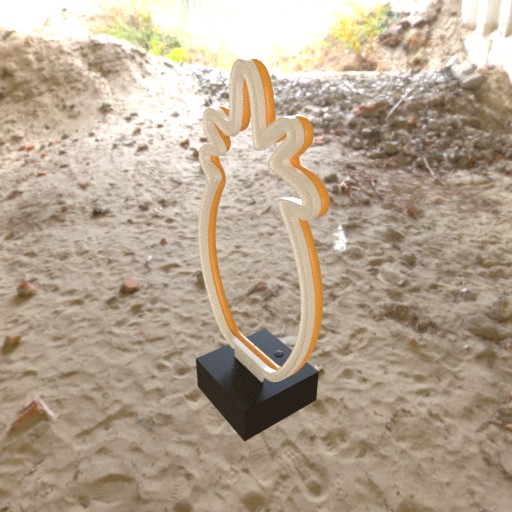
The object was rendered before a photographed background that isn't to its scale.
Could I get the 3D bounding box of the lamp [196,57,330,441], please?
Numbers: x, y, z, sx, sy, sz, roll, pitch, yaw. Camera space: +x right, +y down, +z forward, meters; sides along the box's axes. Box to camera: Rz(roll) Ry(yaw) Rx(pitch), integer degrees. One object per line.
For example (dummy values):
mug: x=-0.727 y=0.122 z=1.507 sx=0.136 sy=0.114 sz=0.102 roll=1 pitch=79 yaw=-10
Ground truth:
lamp: x=0.000 y=0.000 z=0.388 sx=0.088 sy=0.317 sz=0.167 roll=-18 pitch=31 yaw=-31
